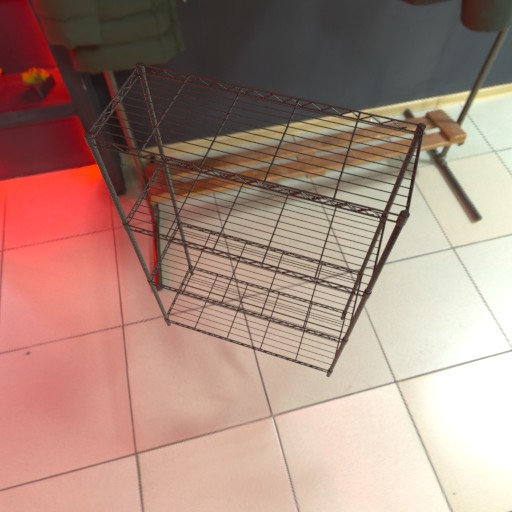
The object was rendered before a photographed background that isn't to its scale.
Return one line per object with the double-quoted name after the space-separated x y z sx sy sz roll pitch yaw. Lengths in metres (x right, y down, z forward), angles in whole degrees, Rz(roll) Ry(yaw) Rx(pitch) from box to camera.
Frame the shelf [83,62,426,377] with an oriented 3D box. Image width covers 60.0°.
0.000 0.000 1.826 0.907 1.361 0.352 16 60 9 "shelf"
